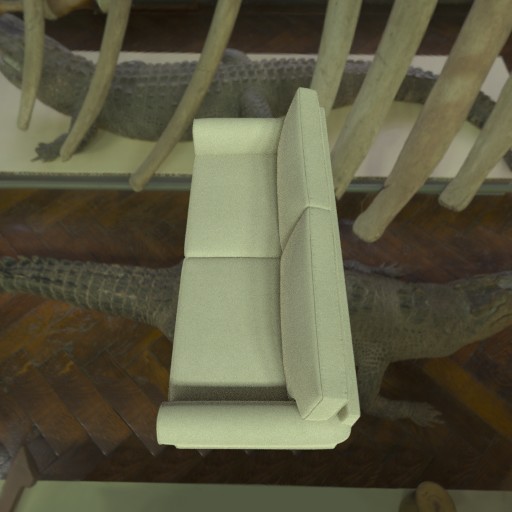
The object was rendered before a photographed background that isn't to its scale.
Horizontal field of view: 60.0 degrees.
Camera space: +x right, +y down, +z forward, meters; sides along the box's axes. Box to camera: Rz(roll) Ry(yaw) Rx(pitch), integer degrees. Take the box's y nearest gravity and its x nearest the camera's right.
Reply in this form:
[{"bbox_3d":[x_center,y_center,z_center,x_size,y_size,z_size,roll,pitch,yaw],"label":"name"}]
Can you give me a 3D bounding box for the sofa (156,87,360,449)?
[{"bbox_3d":[0.000,0.000,2.653,0.901,0.962,2.146,0,57,0],"label":"sofa"}]
